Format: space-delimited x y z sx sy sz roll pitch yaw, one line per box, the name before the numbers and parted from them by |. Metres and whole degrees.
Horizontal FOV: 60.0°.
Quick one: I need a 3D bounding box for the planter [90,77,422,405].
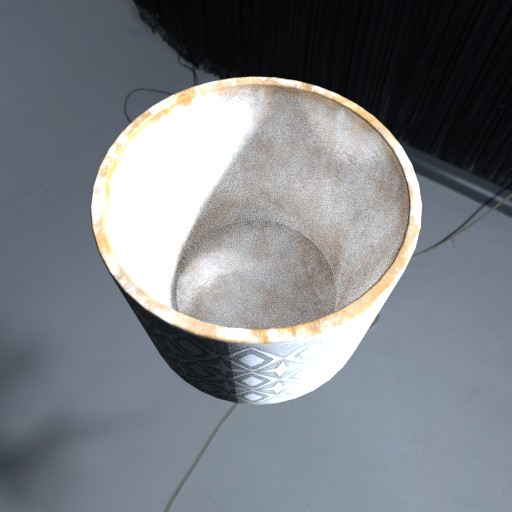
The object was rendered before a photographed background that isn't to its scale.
planter | 0.000 0.000 0.441 0.255 0.223 0.255 0 60 0
